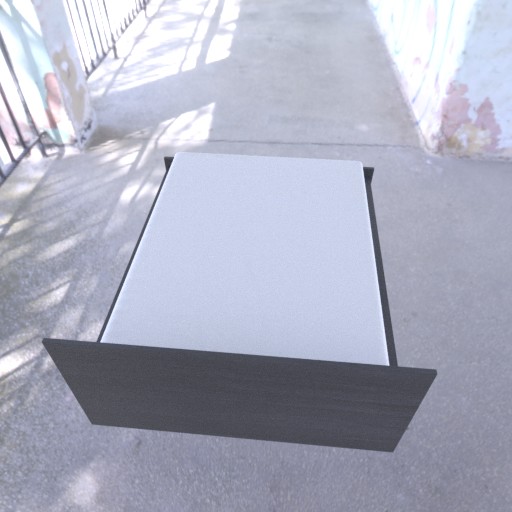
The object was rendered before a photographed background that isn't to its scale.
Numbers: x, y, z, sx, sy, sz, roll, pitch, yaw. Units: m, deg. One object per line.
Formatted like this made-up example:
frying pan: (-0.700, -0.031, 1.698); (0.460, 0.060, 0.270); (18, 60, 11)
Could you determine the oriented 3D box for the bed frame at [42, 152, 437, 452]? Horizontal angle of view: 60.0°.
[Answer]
bed frame: (0.000, 0.000, 2.773); (1.622, 0.800, 1.960); (4, 45, 4)
